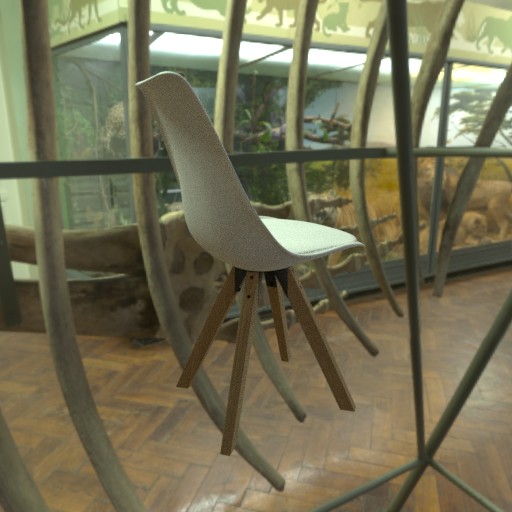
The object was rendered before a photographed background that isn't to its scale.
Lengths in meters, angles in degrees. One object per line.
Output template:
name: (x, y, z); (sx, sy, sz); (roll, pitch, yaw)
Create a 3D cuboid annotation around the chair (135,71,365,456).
chair: (0.000, 0.000, 1.168); (0.550, 0.849, 0.485); (-8, 16, -27)
